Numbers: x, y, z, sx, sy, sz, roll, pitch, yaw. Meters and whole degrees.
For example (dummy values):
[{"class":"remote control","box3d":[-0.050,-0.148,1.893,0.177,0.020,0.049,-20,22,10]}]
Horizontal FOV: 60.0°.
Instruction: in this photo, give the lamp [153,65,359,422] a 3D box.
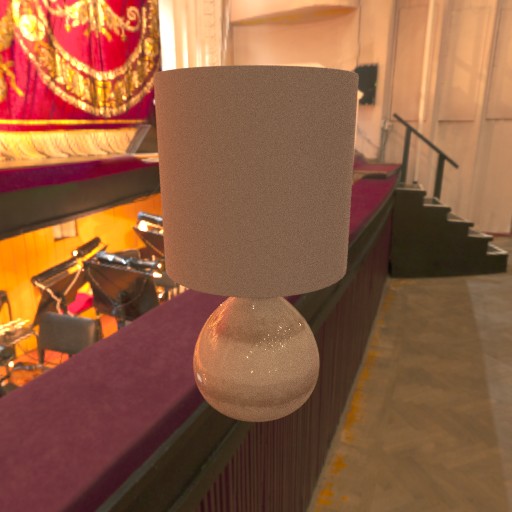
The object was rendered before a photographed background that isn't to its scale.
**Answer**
[{"class":"lamp","box3d":[0.000,0.000,0.537,0.217,0.404,0.217,9,19,26]}]
